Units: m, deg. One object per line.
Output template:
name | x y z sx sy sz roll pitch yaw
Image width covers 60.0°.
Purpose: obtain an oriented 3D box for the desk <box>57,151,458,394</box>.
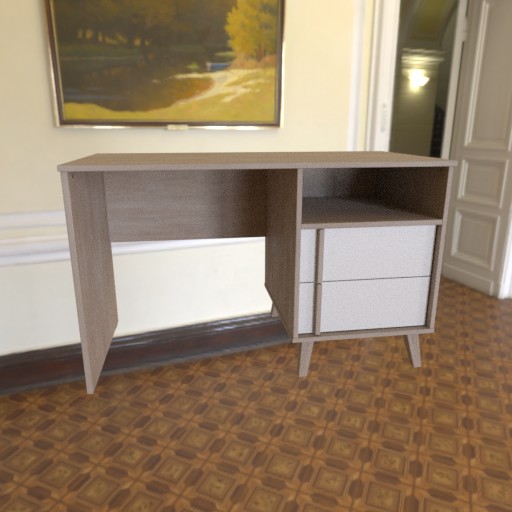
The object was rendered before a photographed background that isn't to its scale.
desk | 0.000 0.000 1.757 1.251 0.770 0.600 -2 16 -8
